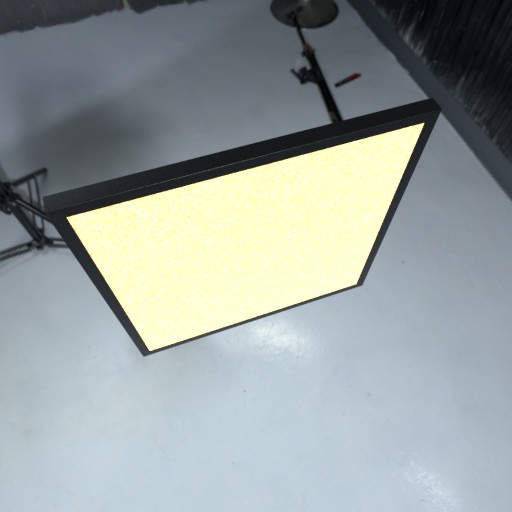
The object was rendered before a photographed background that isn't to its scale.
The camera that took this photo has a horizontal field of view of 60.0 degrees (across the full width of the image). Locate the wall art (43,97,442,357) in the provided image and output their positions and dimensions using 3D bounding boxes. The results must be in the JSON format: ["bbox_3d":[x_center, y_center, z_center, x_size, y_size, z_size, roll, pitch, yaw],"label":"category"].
[{"bbox_3d":[0.000,0.000,1.133,0.756,0.755,0.036,-17,61,-10],"label":"wall art"}]
